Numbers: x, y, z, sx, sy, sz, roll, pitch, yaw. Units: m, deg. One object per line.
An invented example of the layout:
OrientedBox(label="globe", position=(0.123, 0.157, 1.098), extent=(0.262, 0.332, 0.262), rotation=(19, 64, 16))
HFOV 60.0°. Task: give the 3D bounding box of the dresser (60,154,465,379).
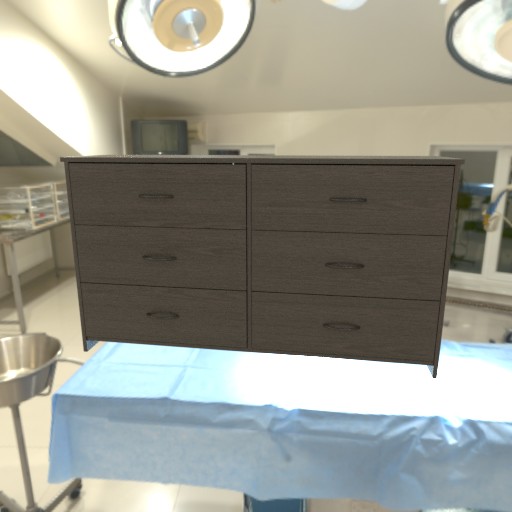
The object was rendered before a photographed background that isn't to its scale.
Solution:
OrientedBox(label="dresser", position=(0.000, 0.000, 1.725), extent=(1.360, 0.755, 0.401), rotation=(2, 14, 9))
